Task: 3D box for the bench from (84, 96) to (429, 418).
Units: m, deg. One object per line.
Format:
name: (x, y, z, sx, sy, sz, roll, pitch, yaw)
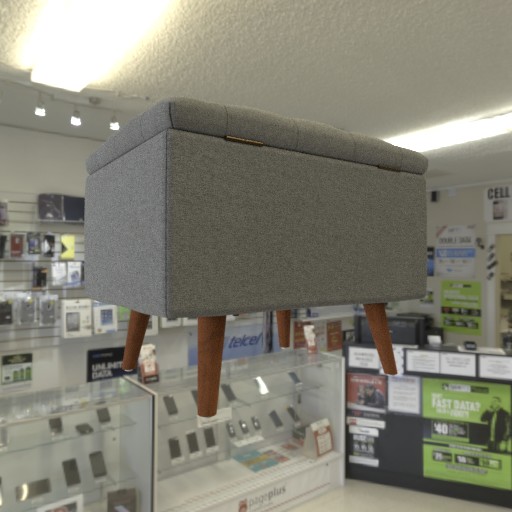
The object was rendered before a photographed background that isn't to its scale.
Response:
bench: (0.000, 0.000, 0.894, 0.572, 0.469, 0.417, 1, -1, -35)
